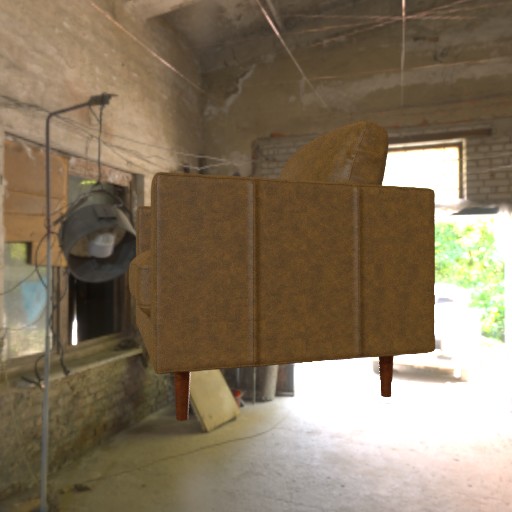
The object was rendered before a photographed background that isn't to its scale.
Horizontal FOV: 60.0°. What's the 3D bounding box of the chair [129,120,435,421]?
[{"bbox_3d":[0.000,0.000,1.680,0.909,0.956,0.890,0,0,-18],"label":"chair"}]
